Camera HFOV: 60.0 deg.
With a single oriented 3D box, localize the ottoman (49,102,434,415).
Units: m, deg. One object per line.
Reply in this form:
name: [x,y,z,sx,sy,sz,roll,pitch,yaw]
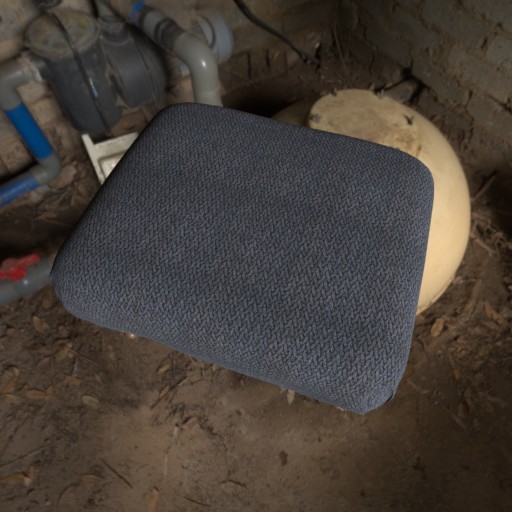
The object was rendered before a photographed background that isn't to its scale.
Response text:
ottoman: [0.000,0.000,1.100,0.747,0.450,0.622,16,58,10]
